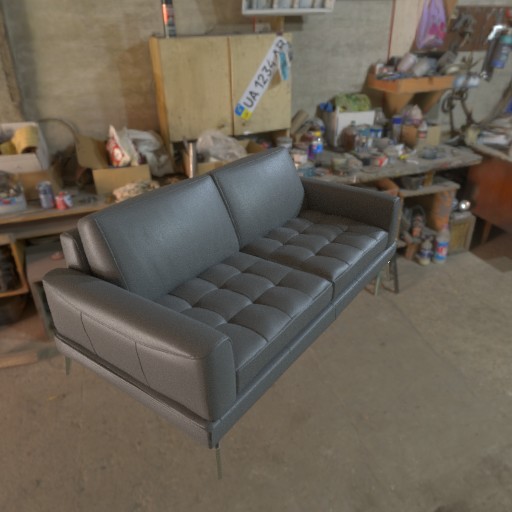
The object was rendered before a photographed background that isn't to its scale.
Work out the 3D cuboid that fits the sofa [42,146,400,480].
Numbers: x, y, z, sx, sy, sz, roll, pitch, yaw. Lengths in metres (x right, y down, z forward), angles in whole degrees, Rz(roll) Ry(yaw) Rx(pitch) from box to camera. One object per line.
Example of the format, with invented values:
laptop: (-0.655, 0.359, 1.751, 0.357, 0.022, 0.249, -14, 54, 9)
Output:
sofa: (0.000, 0.000, 2.710, 1.121, 0.930, 2.177, 18, 32, 31)
